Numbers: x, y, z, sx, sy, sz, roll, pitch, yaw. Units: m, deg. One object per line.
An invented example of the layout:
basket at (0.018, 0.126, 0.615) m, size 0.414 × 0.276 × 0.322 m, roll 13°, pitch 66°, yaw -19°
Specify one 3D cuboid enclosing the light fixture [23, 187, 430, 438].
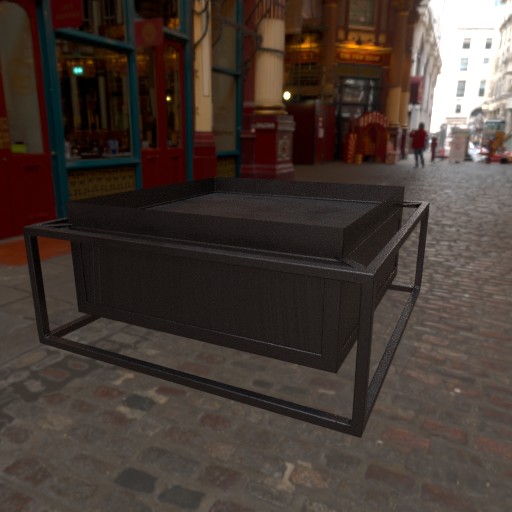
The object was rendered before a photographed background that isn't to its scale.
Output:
light fixture at (0.000, 0.000, 0.675) m, size 0.441 × 0.191 × 0.441 m, roll 8°, pitch 17°, yaw 25°
